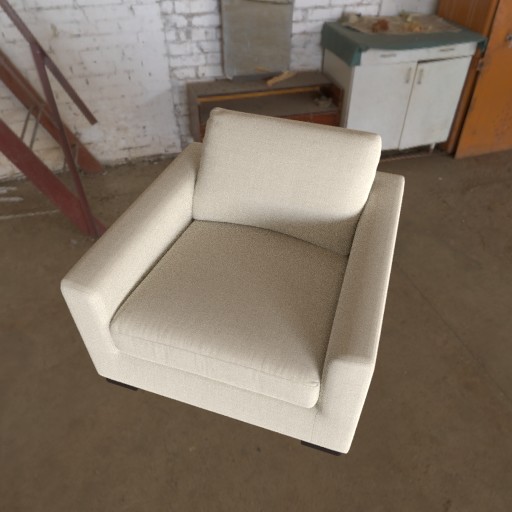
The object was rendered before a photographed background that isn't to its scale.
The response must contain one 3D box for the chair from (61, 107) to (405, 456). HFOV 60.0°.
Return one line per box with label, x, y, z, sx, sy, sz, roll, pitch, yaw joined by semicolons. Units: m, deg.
chair;0.000;0.000;1.861;1.070;0.876;1.100;13;43;14
